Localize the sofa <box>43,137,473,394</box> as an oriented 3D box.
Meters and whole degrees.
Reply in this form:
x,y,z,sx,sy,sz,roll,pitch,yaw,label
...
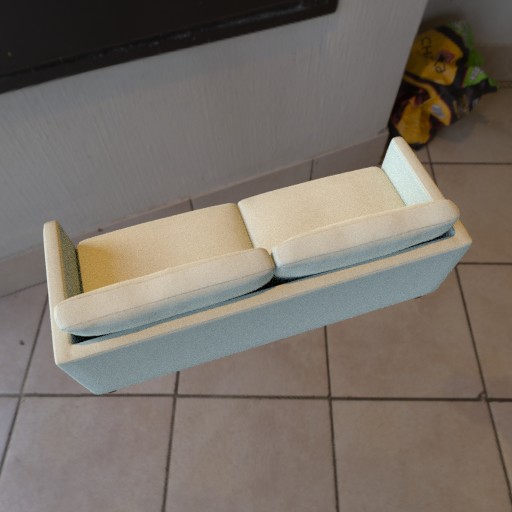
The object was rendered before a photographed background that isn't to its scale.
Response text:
x,y,z,sx,sy,sz,roll,pitch,yaw,label
0.000,0.000,2.869,2.434,0.965,0.948,-15,61,-9,sofa
